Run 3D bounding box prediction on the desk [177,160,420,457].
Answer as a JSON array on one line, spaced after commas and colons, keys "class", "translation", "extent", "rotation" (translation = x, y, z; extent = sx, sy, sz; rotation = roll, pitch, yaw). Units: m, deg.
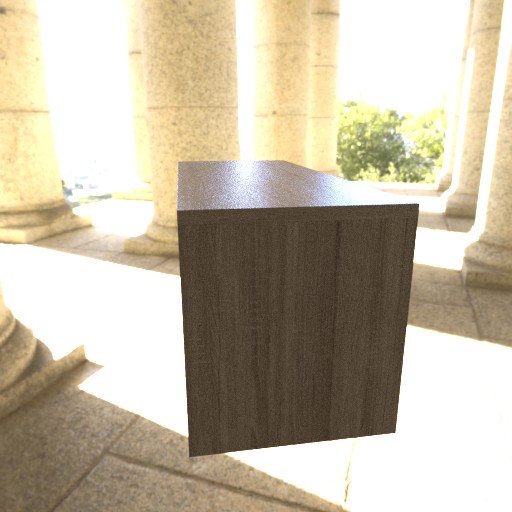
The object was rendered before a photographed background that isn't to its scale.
[{"class": "desk", "translation": [0.000, 0.000, 2.087], "extent": [0.690, 0.760, 1.700], "rotation": [-3, 16, -9]}]
